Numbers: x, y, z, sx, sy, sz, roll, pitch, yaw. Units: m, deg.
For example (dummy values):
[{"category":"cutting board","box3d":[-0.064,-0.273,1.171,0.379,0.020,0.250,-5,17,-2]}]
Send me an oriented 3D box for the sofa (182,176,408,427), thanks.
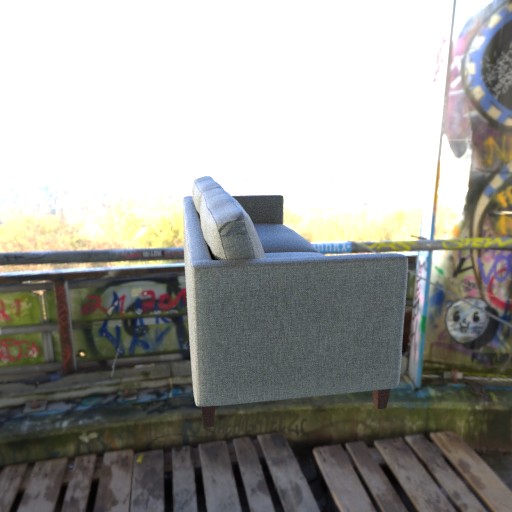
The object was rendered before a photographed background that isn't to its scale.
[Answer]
[{"category":"sofa","box3d":[0.000,0.000,2.998,0.948,0.951,2.434,-2,14,-10]}]
